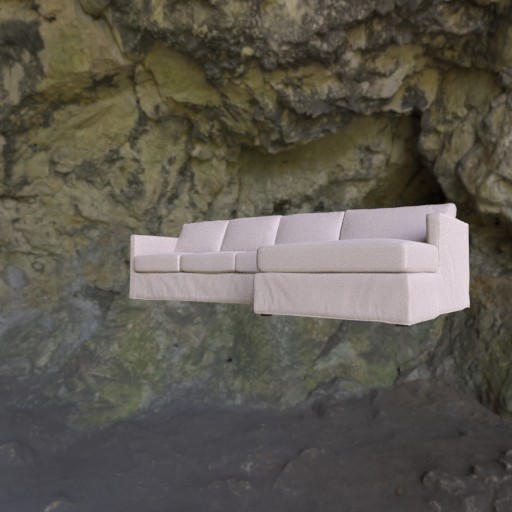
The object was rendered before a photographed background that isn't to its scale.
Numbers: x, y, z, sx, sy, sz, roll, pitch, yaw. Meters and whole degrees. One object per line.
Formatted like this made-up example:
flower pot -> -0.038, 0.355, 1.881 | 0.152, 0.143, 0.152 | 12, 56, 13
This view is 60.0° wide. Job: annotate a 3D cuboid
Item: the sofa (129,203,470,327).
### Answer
sofa -> 0.000, 0.000, 3.897 | 3.206, 0.871, 1.622 | -1, -2, 36
